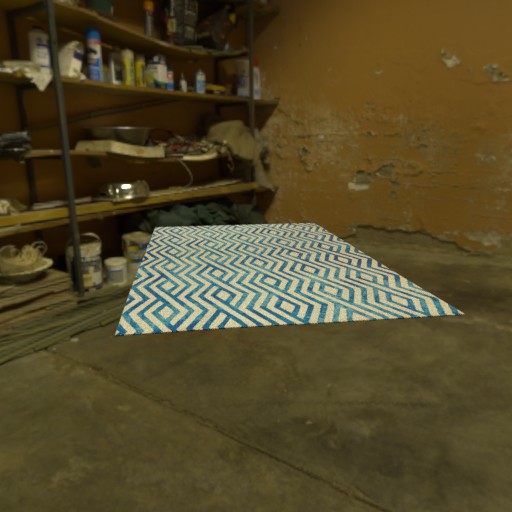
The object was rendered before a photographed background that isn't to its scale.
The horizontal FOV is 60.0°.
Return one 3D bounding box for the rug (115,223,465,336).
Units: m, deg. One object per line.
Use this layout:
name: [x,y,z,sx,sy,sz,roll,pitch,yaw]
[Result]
rug: [0.000,0.000,3.054,1.531,0.008,2.439,-2,14,-8]
